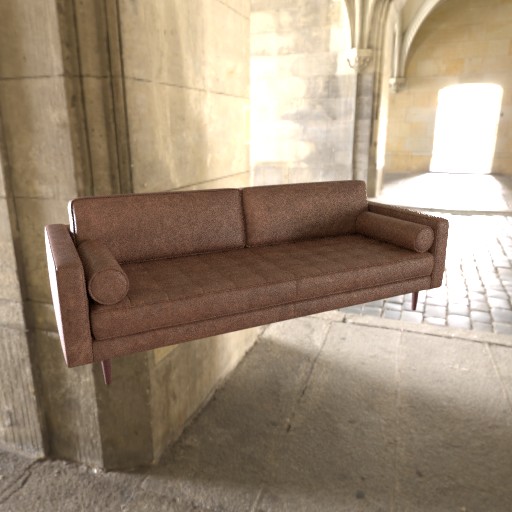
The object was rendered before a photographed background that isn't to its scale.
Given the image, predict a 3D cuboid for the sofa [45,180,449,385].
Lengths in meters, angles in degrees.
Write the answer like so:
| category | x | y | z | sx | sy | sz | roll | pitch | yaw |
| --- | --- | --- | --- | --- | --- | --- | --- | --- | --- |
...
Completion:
| category | x | y | z | sx | sy | sz | roll | pitch | yaw |
| --- | --- | --- | --- | --- | --- | --- | --- | --- | --- |
| sofa | 0.000 | 0.000 | 2.609 | 2.210 | 0.762 | 0.914 | -8 | 18 | -26 |
